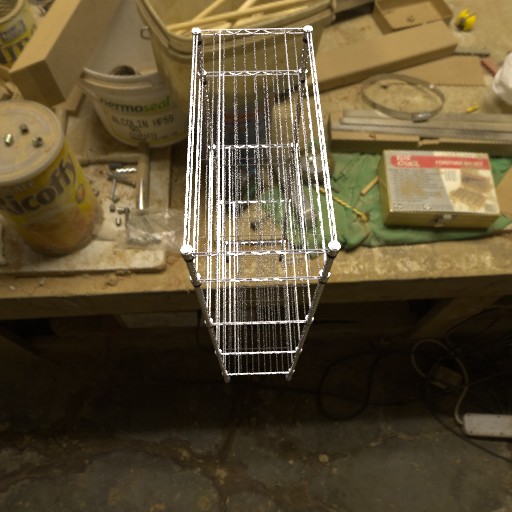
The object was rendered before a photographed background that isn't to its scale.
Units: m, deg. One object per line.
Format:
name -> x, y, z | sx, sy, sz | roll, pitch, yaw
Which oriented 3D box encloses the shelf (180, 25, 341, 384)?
shelf -> 0.000, 0.000, 1.849 | 0.356, 1.587, 0.762 | -2, 64, -1
